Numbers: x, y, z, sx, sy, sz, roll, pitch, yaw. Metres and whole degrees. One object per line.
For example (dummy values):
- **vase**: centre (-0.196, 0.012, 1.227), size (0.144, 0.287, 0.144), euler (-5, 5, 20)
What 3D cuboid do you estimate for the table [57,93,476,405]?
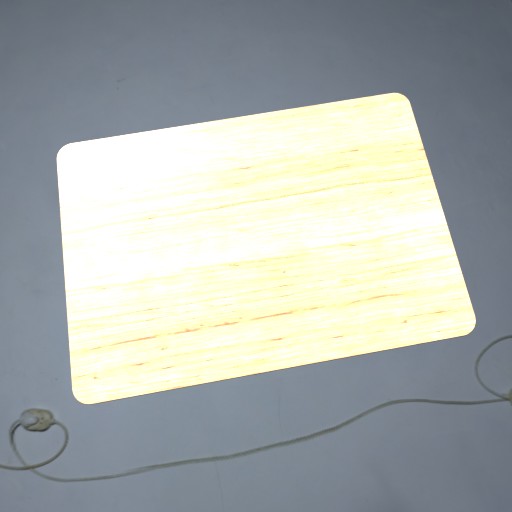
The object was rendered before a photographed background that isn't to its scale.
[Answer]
- **table**: centre (0.000, 0.000, 1.370), size (0.997, 0.445, 0.696), euler (-10, 75, -3)
